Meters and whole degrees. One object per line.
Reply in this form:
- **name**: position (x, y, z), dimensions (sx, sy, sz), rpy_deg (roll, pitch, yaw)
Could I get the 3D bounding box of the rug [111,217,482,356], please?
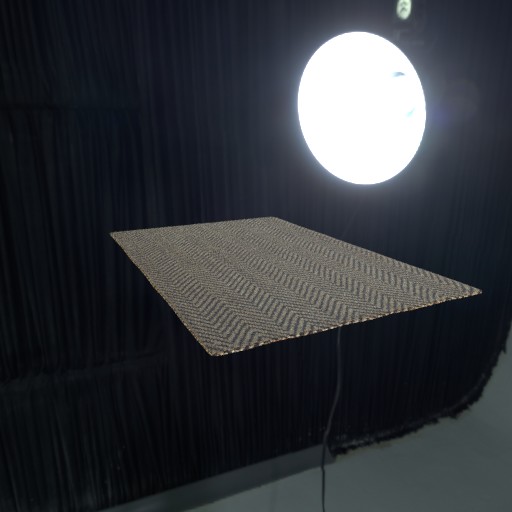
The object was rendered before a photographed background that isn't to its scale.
- **rug**: position (0.000, 0.000, 2.370), dimensions (1.219, 0.008, 1.828), rpy_deg (-8, 18, -26)
